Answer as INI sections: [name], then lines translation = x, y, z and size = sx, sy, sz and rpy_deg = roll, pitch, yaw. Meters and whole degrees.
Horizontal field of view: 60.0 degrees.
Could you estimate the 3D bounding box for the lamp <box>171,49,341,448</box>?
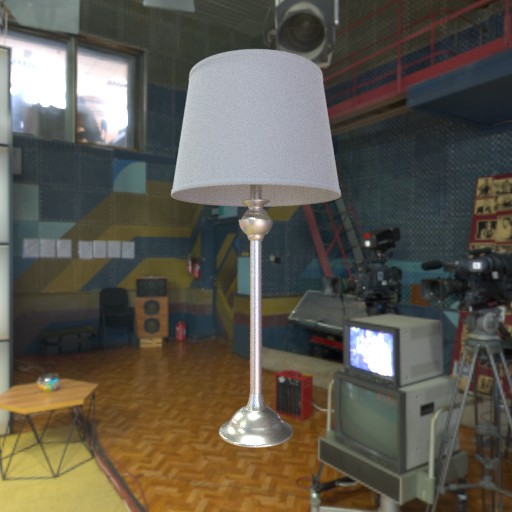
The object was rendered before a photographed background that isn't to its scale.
[lamp]
translation = 0.000, 0.000, 0.878
size = 0.331, 0.698, 0.331
rpy_deg = 0, 0, 0
